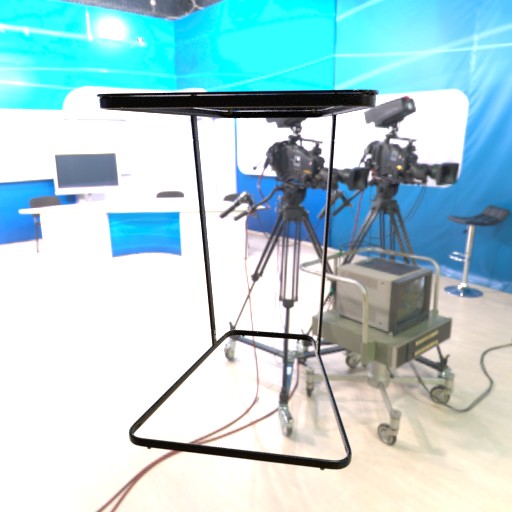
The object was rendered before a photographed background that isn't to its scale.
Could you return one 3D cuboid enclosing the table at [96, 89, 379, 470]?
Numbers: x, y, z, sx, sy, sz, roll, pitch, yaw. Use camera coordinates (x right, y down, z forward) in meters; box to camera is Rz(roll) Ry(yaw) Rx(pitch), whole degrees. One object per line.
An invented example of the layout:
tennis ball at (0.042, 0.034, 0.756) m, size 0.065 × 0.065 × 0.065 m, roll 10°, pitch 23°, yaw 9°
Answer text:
table at (0.000, 0.000, 0.952) m, size 0.427 × 0.624 × 0.500 m, roll 3°, pitch 16°, yaw 9°
